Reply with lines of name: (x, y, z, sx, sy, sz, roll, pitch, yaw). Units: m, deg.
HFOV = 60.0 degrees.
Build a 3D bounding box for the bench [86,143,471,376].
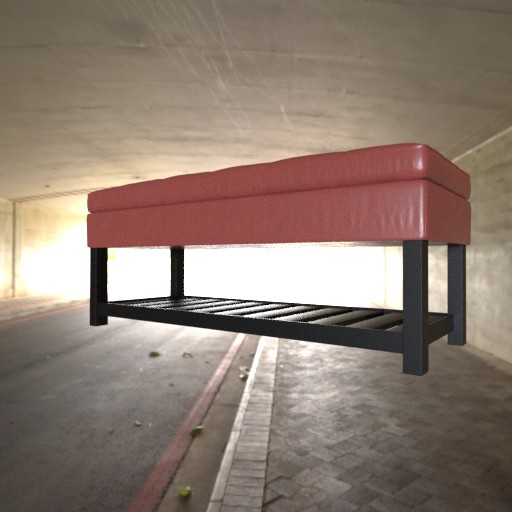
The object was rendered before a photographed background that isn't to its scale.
bench: (0.000, 0.000, 1.319, 1.105, 0.460, 0.432, 0, 0, 36)
